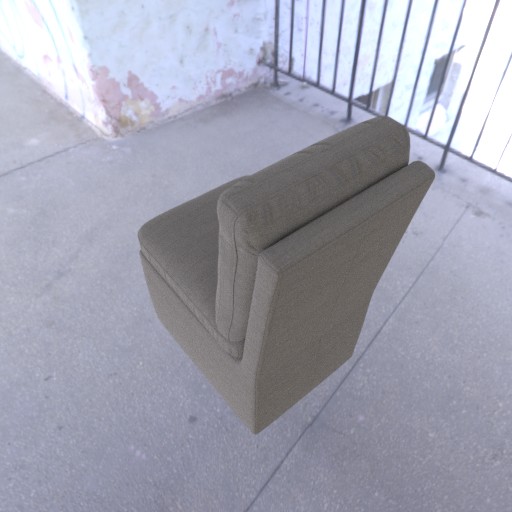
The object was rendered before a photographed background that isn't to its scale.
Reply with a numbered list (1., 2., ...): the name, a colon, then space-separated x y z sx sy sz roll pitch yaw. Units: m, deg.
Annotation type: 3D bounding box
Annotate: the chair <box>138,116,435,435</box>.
1. chair: 0.000 0.000 1.339 0.503 0.927 0.698 -31 54 -26
